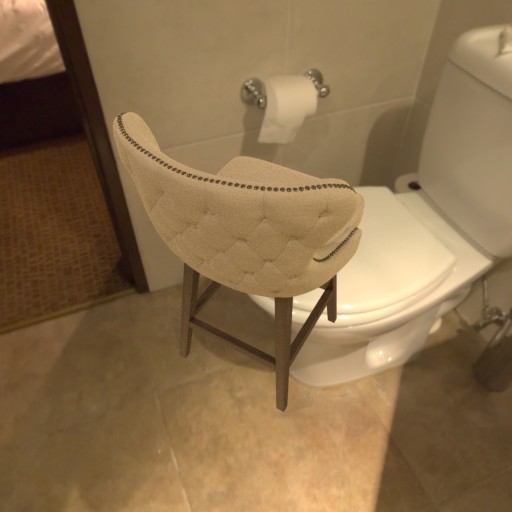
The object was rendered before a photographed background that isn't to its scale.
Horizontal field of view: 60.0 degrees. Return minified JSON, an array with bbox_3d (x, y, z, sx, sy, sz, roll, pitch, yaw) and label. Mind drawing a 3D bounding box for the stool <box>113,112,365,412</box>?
[{"bbox_3d":[0.000,0.000,1.375,0.615,0.972,0.597,23,50,20],"label":"stool"}]
